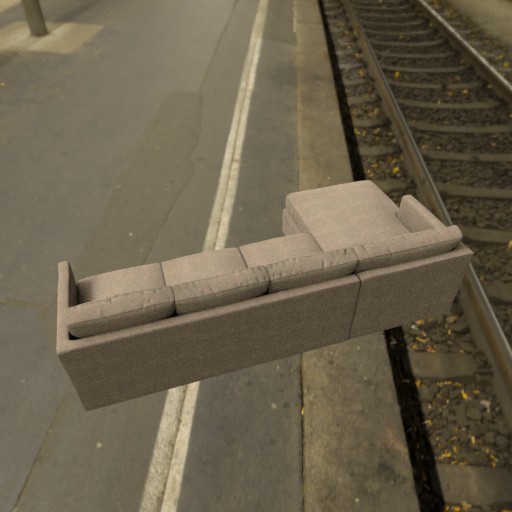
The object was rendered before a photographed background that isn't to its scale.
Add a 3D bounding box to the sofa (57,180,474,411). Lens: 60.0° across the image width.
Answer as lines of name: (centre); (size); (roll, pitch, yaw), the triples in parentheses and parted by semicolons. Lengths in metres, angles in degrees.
sofa: (0.000, 0.000, 3.937); (3.205, 0.922, 1.650); (-12, 42, -13)
